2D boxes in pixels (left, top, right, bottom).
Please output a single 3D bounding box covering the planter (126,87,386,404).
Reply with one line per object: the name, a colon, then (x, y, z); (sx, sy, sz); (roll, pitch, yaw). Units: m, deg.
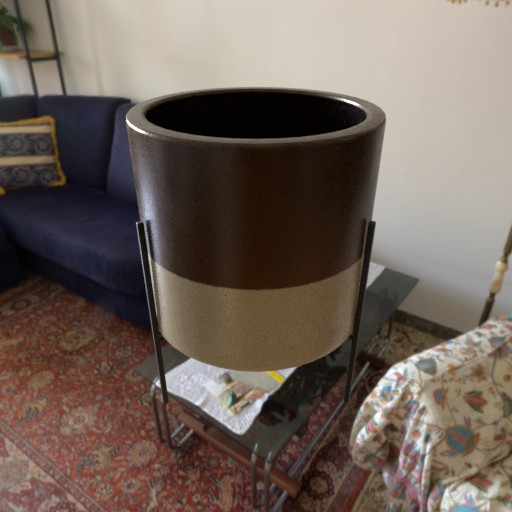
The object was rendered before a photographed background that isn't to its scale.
planter: (0.000, 0.000, 0.717); (0.345, 0.465, 0.354); (0, 30, 0)
